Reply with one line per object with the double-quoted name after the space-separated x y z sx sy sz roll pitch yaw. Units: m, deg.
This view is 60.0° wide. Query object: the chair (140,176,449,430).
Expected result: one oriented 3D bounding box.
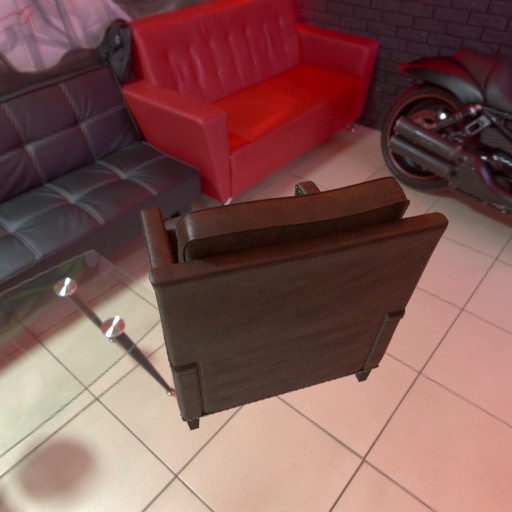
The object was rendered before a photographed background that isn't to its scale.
0.000 0.000 1.829 0.854 1.054 1.035 -12 42 -13 "chair"
